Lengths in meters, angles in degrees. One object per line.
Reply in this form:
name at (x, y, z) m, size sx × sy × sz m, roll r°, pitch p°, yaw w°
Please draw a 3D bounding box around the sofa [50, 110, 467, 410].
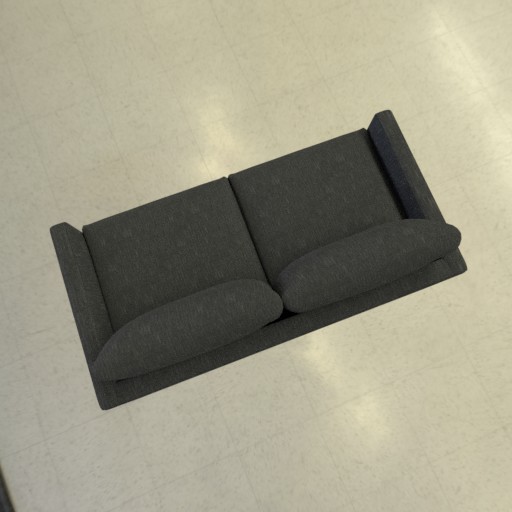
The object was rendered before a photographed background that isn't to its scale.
sofa at (0.000, 0.000, 2.157) m, size 1.716 × 0.862 × 0.866 m, roll -20°, pitch 78°, yaw -4°
